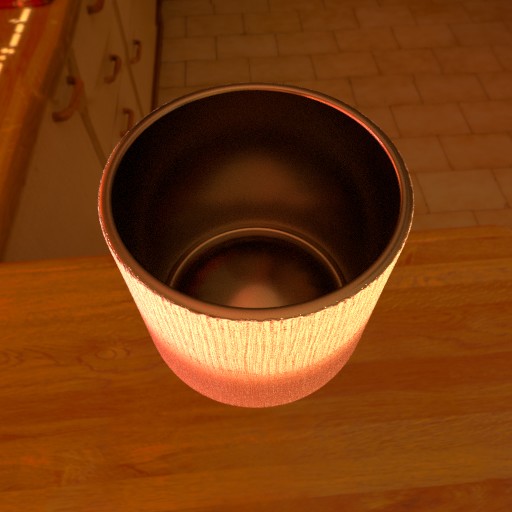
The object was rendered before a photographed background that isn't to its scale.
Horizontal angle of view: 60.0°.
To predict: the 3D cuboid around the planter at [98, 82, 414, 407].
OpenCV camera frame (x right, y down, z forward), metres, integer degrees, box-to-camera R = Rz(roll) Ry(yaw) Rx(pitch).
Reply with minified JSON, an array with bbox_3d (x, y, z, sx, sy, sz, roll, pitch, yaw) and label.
[{"bbox_3d":[0.000,0.000,0.392,0.221,0.201,0.221,0,57,0],"label":"planter"}]
